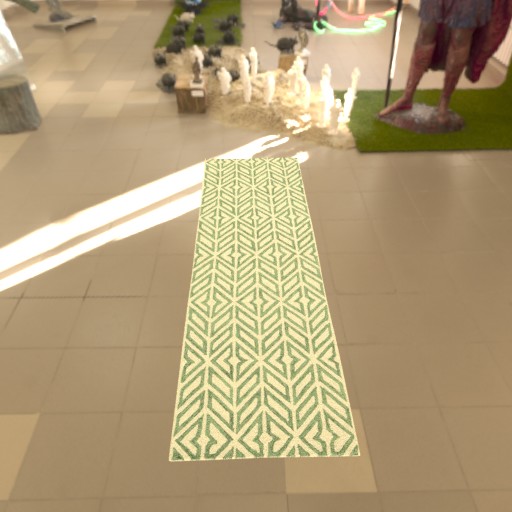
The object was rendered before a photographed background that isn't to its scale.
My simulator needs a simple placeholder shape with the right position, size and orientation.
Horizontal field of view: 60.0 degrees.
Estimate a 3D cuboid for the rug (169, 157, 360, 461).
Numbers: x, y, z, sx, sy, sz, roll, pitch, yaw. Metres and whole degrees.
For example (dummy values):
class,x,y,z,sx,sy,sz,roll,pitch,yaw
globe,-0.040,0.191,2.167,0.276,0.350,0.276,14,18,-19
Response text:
class,x,y,z,sx,sy,sz,roll,pitch,yaw
rug,0.000,0.000,2.655,0.750,0.009,2.435,-1,40,-1
